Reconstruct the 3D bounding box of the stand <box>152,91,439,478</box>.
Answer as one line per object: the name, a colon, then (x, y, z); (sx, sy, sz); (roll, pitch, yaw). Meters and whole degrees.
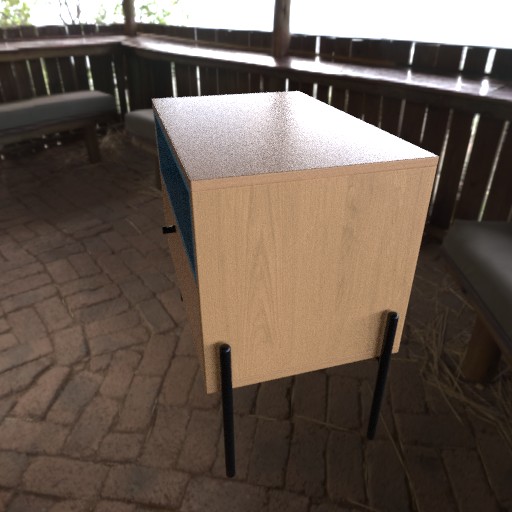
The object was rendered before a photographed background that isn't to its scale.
stand: (0.000, 0.000, 1.007); (0.400, 0.600, 0.630); (-8, 31, -14)
